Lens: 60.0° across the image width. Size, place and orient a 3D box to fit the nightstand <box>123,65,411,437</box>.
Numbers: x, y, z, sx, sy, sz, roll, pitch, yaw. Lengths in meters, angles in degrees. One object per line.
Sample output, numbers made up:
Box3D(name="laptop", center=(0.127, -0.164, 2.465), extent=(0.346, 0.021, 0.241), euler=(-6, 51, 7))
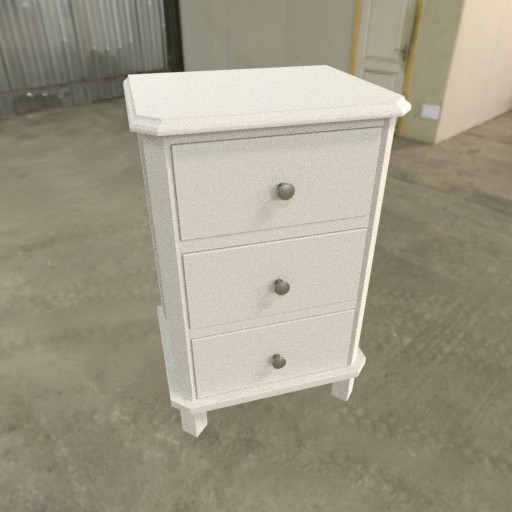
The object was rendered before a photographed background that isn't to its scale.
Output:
Box3D(name="nightstand", center=(0.000, 0.000, 0.937), extent=(0.435, 0.681, 0.351), euler=(-9, 33, -13))
